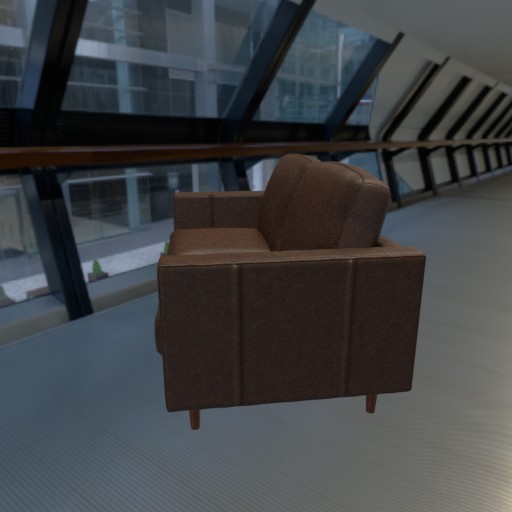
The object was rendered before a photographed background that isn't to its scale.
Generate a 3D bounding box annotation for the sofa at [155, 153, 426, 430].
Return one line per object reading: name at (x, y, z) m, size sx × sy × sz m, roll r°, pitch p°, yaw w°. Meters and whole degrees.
sofa at (0.000, 0.000, 2.197) m, size 0.909 × 0.951 × 1.578 m, roll -2°, pitch 16°, yaw -8°
